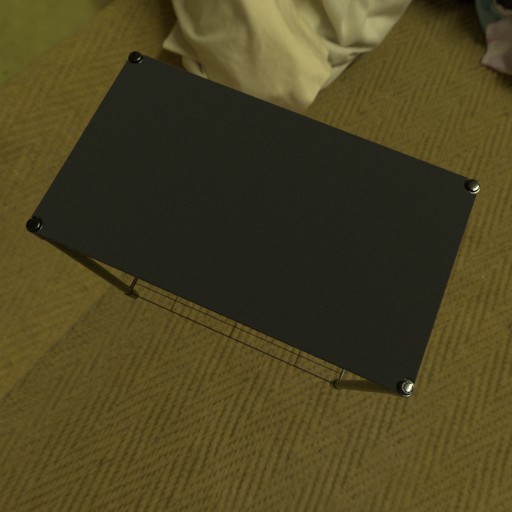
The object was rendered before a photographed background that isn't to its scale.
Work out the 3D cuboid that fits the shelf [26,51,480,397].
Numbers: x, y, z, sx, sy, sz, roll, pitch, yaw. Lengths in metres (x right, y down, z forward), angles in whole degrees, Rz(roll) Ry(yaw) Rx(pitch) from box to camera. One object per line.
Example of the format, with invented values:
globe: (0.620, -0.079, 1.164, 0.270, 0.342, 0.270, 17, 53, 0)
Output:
shelf: (0.000, 0.000, 0.917, 0.589, 0.564, 0.338, 23, 76, 6)
